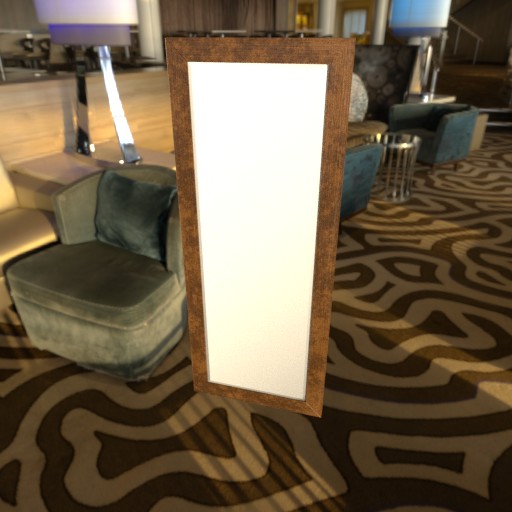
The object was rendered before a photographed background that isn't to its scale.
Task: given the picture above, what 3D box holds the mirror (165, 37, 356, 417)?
[{"bbox_3d":[0.000,0.000,2.297,0.812,2.031,0.032,7,28,14],"label":"mirror"}]
